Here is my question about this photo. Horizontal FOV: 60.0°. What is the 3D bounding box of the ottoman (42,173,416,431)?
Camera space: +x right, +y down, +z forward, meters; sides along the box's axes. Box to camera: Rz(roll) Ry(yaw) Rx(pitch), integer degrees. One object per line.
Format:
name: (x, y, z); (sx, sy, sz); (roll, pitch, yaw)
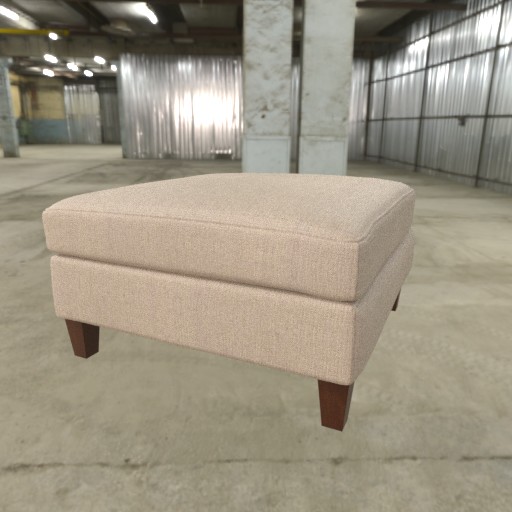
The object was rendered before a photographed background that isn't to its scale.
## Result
ottoman: (0.000, 0.000, 1.349); (0.838, 0.481, 0.838); (7, 17, 24)
